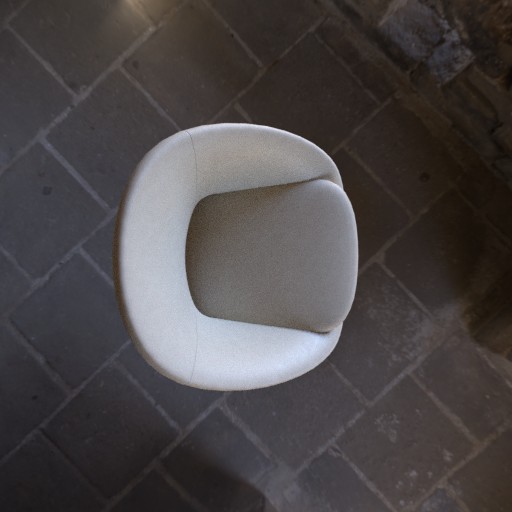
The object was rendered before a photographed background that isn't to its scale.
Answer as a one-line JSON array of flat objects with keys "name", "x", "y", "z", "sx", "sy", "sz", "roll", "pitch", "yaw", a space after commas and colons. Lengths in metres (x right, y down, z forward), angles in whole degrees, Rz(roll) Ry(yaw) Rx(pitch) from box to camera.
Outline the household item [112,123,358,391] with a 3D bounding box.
[{"name": "household item", "x": 0.000, "y": 0.000, "z": 1.262, "sx": 0.573, "sy": 0.852, "sz": 0.623, "roll": 0, "pitch": 91, "yaw": -1}]
